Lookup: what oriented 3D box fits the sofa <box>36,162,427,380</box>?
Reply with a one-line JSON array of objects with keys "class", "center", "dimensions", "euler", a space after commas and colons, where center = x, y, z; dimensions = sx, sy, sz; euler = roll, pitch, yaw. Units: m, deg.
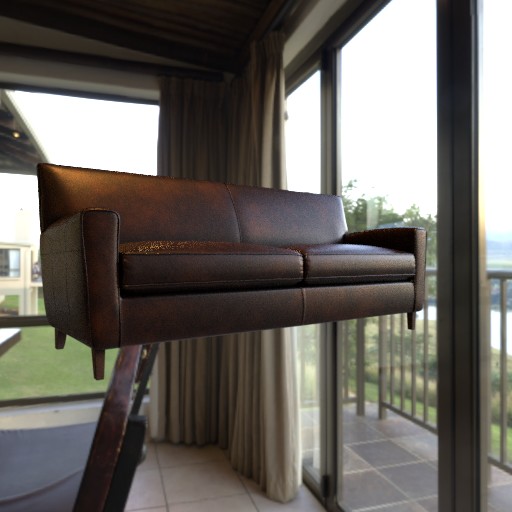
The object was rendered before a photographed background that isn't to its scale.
[{"class": "sofa", "center": [0.000, 0.000, 2.352], "dimensions": [1.995, 0.871, 0.786], "euler": [0, 0, -36]}]
